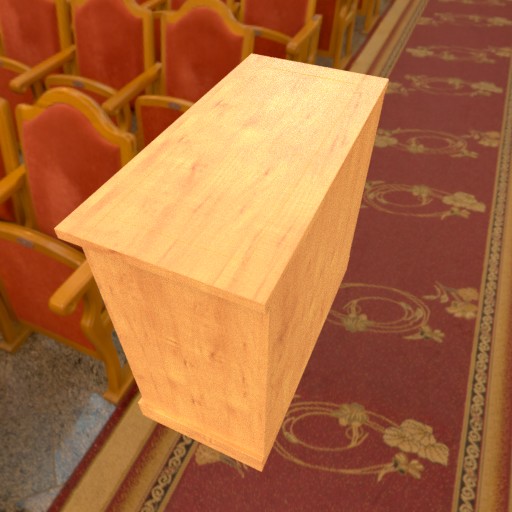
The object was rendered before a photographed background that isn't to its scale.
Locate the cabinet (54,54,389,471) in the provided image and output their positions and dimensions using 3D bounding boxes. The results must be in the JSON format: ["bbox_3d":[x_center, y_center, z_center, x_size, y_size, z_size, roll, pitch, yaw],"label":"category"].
[{"bbox_3d":[0.000,0.000,1.394,0.450,0.840,0.920,18,49,17],"label":"cabinet"}]
